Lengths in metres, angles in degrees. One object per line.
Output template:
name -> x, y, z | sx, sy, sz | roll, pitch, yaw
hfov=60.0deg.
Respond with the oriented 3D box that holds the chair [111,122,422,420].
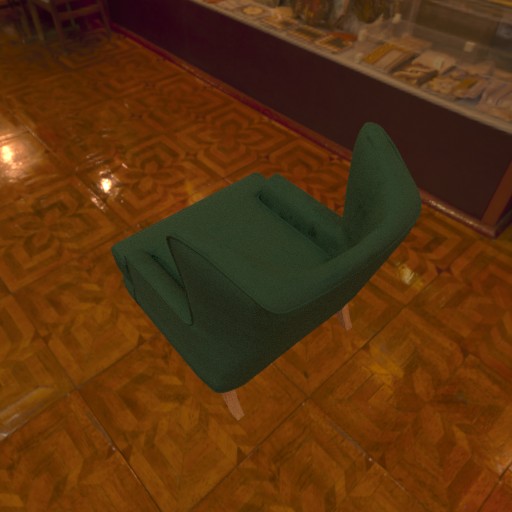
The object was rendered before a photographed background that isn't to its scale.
chair -> 0.000, 0.000, 1.667 | 0.793, 0.952, 0.910 | -32, 55, -26
